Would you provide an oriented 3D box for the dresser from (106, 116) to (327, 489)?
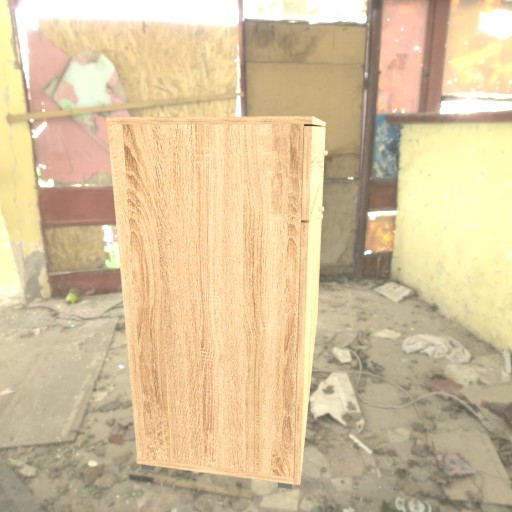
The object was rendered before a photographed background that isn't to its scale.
[{"bbox_3d":[0.000,0.000,1.541,0.450,0.900,1.100,3,16,9],"label":"dresser"}]
